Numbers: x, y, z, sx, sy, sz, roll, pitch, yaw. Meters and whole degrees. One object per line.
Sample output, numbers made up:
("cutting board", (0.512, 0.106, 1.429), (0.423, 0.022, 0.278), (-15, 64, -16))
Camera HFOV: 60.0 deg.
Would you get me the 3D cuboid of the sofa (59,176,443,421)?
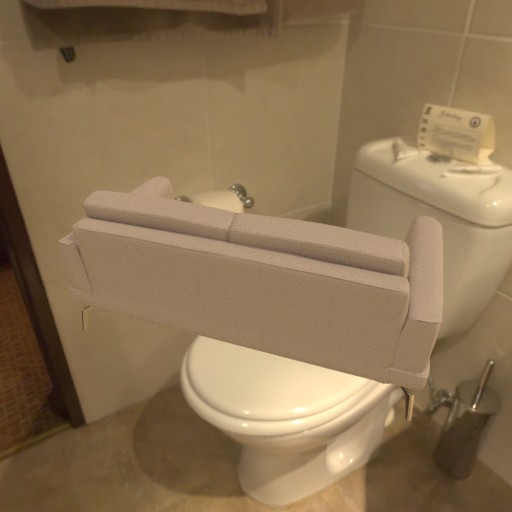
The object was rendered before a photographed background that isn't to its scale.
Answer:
("sofa", (0.000, 0.000, 2.780), (2.177, 0.930, 1.121), (11, 34, 17))
